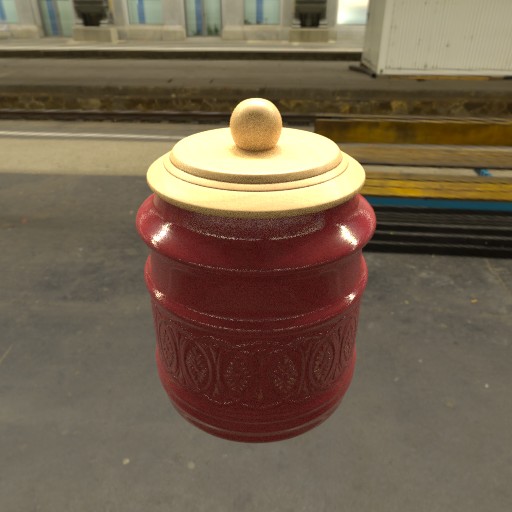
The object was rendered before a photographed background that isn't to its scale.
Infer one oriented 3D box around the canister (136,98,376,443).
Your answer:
[{"bbox_3d":[0.000,0.000,0.260,0.130,0.176,0.130,0,30,0],"label":"canister"}]
